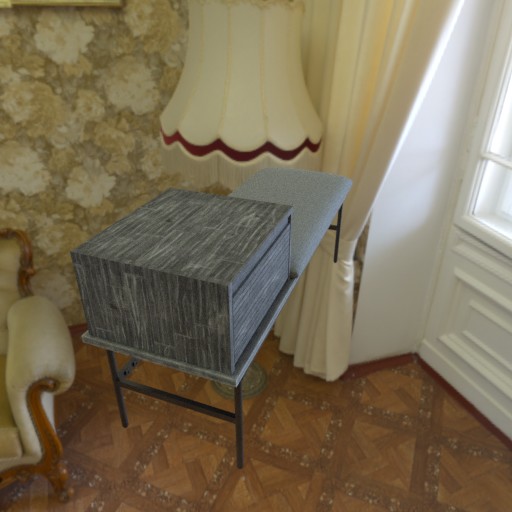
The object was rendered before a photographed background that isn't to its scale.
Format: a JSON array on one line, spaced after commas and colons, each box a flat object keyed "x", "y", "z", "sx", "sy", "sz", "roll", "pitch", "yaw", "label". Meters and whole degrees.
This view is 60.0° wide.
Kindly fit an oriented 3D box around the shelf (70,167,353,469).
[{"x": 0.000, "y": 0.000, "z": 1.637, "sx": 0.457, "sy": 0.633, "sz": 1.342, "roll": 11, "pitch": 31, "yaw": 18, "label": "shelf"}]
